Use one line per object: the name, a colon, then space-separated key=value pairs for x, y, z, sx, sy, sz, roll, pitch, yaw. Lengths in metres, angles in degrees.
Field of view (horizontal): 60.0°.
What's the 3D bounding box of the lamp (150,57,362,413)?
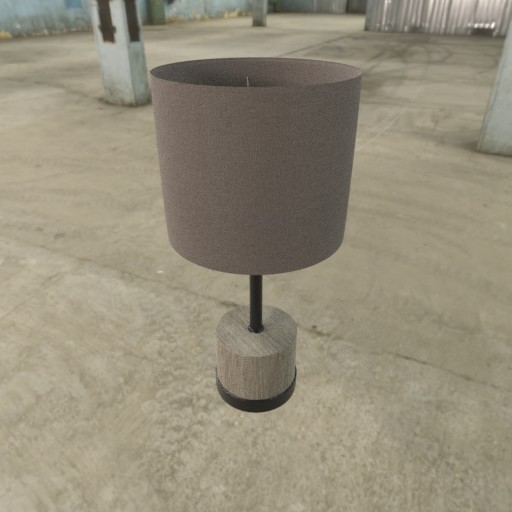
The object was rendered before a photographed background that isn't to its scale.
lamp: x=0.000 y=0.000 z=0.600 sx=0.229 sy=0.470 sz=0.229 roll=-20 pitch=36 yaw=-30
